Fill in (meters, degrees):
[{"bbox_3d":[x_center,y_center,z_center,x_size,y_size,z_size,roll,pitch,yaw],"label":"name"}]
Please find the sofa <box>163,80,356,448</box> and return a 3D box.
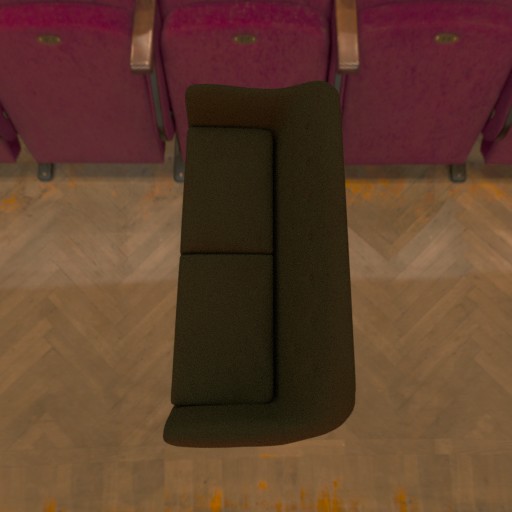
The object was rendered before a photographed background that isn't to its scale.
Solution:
[{"bbox_3d":[0.000,0.000,2.336,0.820,0.836,1.840,0,73,0],"label":"sofa"}]
